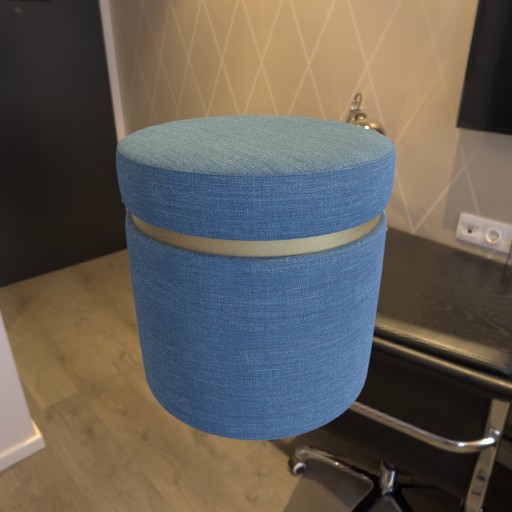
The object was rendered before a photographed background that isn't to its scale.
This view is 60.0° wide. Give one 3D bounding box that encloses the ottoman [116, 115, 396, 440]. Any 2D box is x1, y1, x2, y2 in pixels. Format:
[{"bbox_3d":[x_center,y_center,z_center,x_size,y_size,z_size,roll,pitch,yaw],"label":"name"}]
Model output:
[{"bbox_3d":[0.000,0.000,0.723,0.398,0.406,0.398,0,26,0],"label":"ottoman"}]
